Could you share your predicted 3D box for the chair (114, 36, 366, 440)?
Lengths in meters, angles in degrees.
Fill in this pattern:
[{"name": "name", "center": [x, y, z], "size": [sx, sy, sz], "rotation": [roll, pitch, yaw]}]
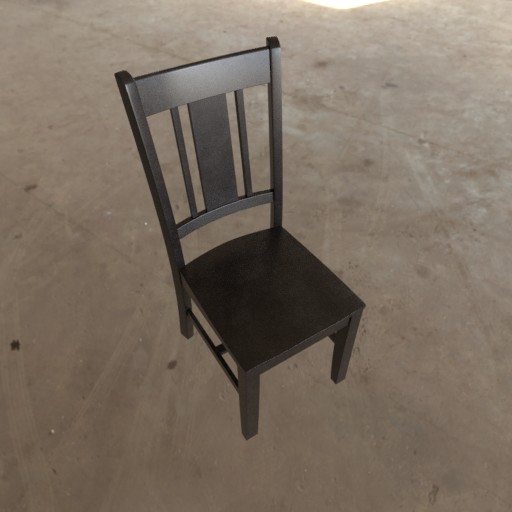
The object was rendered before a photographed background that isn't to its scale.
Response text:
[{"name": "chair", "center": [0.000, 0.000, 1.301], "size": [0.450, 0.998, 0.555], "rotation": [-24, 50, -22]}]
